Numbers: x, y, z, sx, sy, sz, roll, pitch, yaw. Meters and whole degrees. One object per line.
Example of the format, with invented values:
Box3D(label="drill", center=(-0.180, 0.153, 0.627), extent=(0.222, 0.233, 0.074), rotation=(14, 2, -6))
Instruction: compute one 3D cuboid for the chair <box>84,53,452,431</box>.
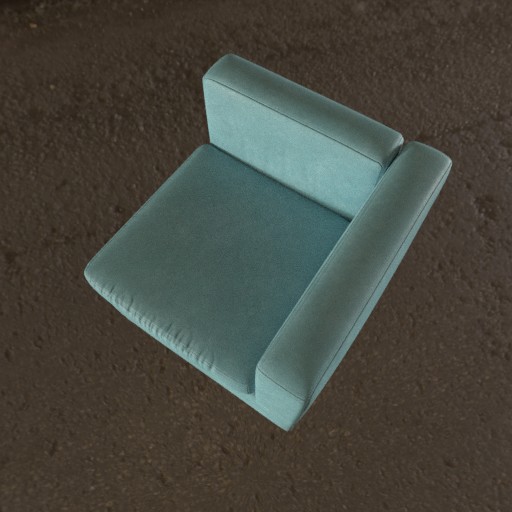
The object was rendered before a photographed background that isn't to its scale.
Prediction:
Box3D(label="chair", center=(0.000, 0.000, 1.243), extent=(0.680, 0.660, 0.680), rotation=(31, 67, 15))
